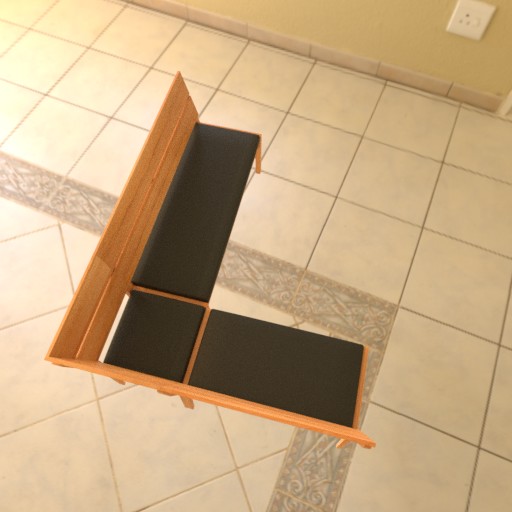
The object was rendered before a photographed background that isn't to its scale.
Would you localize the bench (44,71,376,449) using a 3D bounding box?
[{"bbox_3d":[0.000,0.000,2.793,1.548,0.890,1.948,13,65,6],"label":"bench"}]
